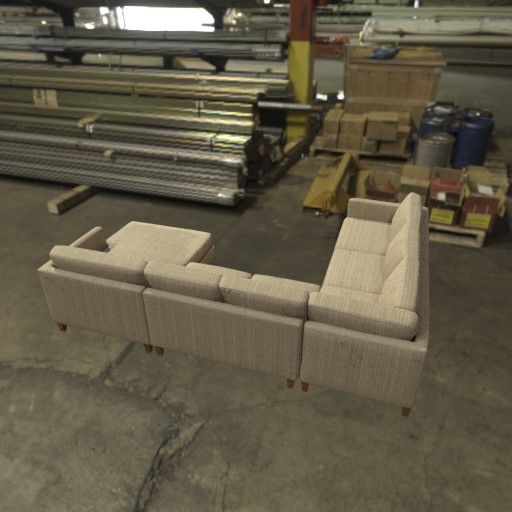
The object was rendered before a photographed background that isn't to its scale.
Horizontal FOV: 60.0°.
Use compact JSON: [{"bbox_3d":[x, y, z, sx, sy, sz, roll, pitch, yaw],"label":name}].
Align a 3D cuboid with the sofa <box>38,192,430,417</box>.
[{"bbox_3d":[0.000,0.000,4.778,3.460,0.961,2.594,10,33,15],"label":"sofa"}]
